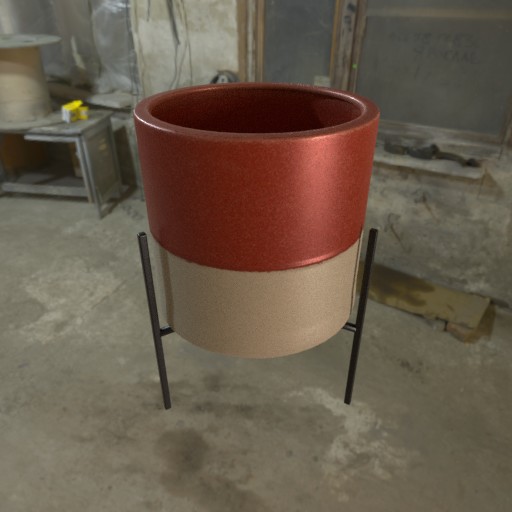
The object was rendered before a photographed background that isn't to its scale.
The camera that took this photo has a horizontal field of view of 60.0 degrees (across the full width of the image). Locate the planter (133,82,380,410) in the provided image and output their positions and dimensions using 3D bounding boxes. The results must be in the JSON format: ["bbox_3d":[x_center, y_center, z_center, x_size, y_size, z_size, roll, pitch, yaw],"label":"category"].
[{"bbox_3d":[0.000,0.000,0.526,0.235,0.354,0.251,-1,31,-2],"label":"planter"}]
